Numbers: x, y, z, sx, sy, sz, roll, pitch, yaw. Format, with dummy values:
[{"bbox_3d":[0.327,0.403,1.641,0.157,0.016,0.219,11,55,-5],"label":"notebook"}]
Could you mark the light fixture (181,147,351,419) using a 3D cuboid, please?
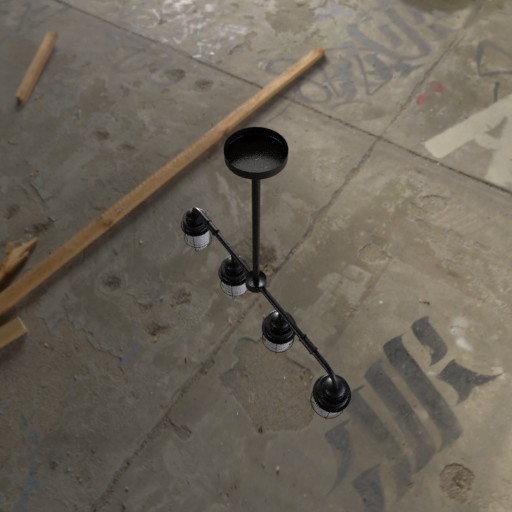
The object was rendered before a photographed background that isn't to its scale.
[{"bbox_3d":[0.000,0.000,1.220,0.131,0.785,0.852,-31,62,-19],"label":"light fixture"}]
